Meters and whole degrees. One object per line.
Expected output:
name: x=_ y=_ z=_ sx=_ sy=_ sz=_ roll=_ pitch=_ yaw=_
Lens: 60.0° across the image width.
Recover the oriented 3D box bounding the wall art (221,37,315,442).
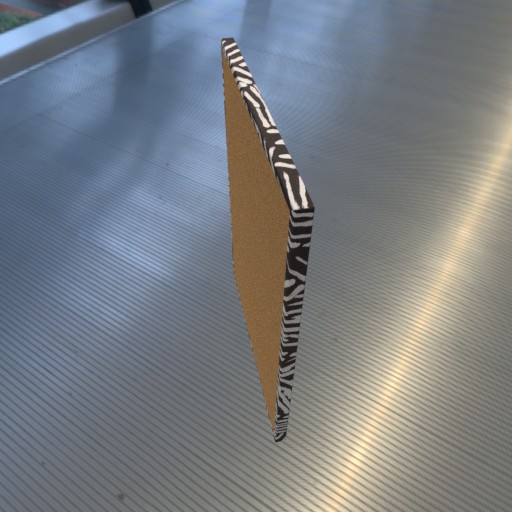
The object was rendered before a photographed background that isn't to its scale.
wall art: x=0.000 y=0.000 z=1.371 sx=0.038 sy=1.017 sz=0.765 roll=-9 pitch=47 yaw=-9
